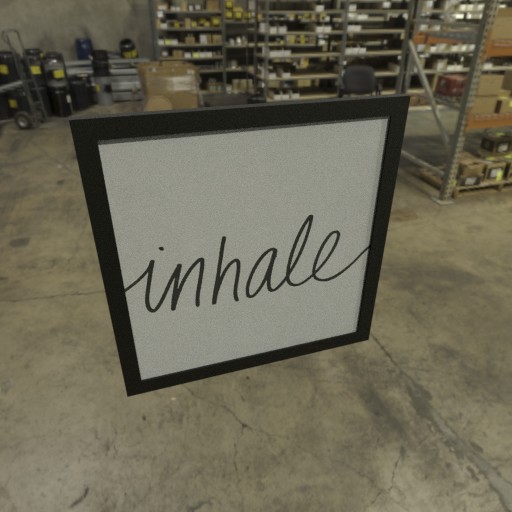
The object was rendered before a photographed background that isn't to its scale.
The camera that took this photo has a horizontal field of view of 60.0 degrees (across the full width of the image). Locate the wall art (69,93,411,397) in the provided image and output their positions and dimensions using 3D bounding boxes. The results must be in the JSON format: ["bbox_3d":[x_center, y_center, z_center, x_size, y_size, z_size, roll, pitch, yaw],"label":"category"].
[{"bbox_3d":[0.000,0.000,0.539,0.356,0.356,0.013,-9,32,-15],"label":"wall art"}]
